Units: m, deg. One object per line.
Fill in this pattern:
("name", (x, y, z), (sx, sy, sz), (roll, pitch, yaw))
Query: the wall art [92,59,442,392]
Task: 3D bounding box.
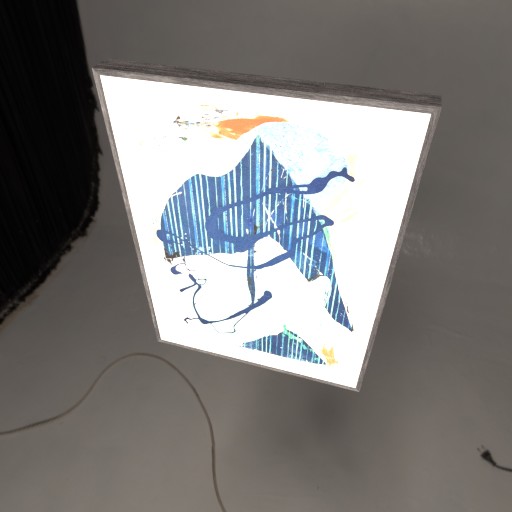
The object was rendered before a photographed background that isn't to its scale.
("wall art", (0.000, 0.000, 1.292), (0.762, 1.016, 0.063), (11, 43, 12))
